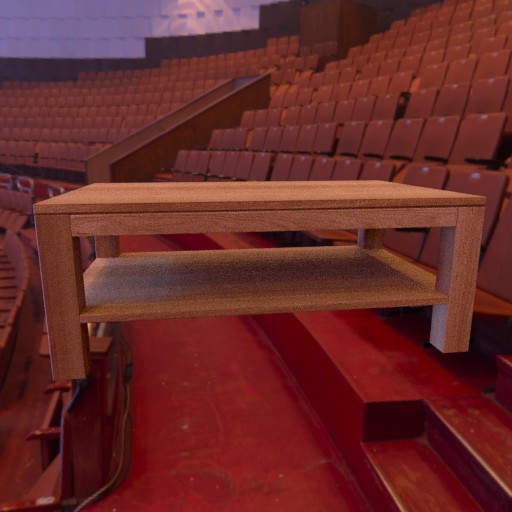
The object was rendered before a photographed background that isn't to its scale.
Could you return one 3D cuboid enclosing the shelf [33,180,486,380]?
[{"bbox_3d":[0.000,0.000,1.498,1.150,0.450,0.700,-2,13,-8],"label":"shelf"}]
